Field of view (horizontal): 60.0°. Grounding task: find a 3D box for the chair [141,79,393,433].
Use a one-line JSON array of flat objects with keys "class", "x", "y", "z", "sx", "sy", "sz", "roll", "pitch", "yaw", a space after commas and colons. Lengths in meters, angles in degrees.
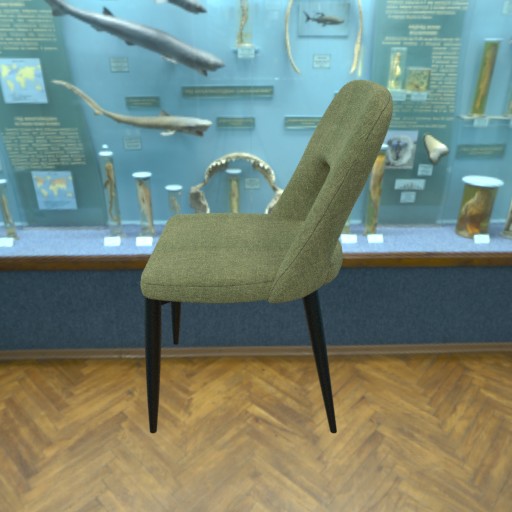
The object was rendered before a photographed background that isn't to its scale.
[{"class": "chair", "x": 0.000, "y": 0.000, "z": 1.266, "sx": 0.612, "sy": 0.931, "sz": 0.470, "roll": 0, "pitch": 26, "yaw": 0}]
